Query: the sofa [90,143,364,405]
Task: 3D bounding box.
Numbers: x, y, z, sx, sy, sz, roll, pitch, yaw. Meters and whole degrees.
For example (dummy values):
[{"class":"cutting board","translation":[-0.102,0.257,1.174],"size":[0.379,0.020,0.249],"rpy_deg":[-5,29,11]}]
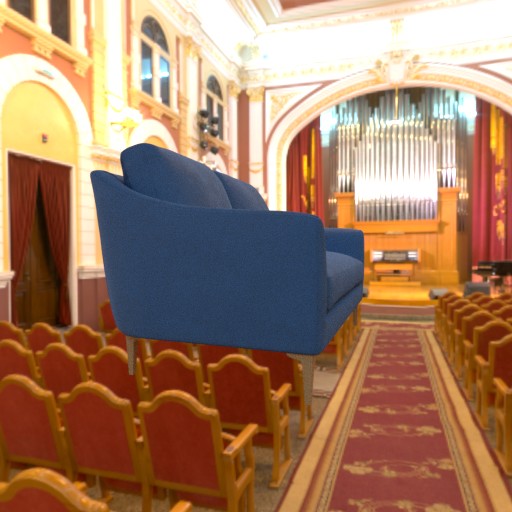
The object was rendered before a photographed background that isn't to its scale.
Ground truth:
[{"class":"sofa","translation":[0.000,0.000,2.227],"size":[0.960,0.902,1.619],"rpy_deg":[0,1,18]}]
